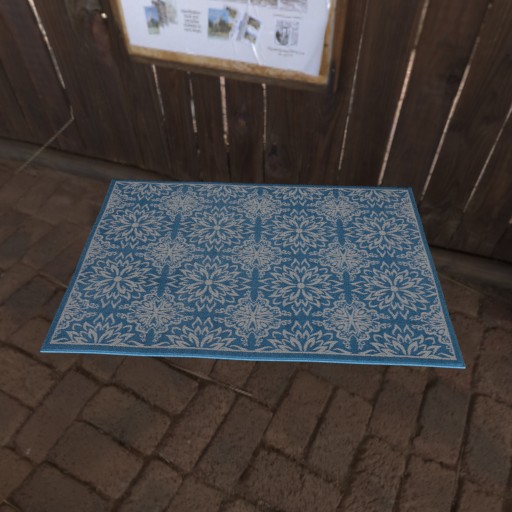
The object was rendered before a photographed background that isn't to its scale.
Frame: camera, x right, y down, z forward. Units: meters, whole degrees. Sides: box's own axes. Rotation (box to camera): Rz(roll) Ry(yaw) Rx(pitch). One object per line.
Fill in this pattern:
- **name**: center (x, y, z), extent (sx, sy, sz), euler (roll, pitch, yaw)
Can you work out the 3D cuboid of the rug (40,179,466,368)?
- **rug**: center (0.000, 0.000, 3.496), extent (2.769, 0.018, 1.830), euler (2, 48, 2)
